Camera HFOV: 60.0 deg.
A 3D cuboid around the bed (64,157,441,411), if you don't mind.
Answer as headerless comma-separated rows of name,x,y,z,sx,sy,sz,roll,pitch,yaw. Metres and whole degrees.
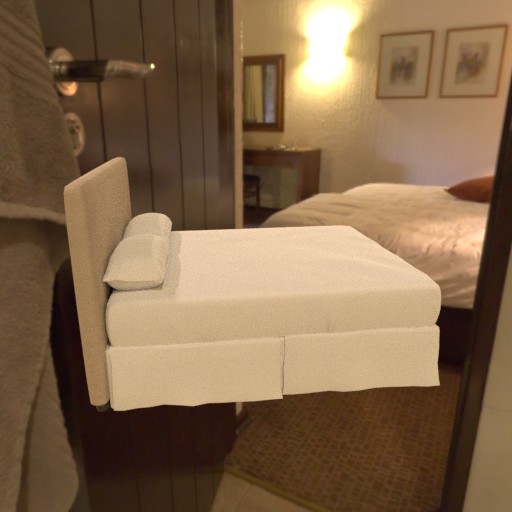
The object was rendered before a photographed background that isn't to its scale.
bed,0.000,0.000,3.248,2.162,1.330,1.713,-3,17,-8
